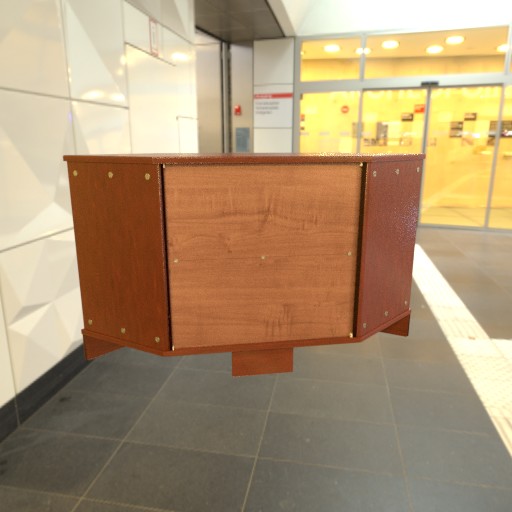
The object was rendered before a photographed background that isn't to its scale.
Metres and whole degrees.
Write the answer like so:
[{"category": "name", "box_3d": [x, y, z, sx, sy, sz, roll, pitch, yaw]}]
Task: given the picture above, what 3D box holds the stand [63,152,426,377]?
[{"category": "stand", "box_3d": [0.000, 0.000, 1.372, 1.072, 0.614, 0.381, -2, 15, -9]}]
